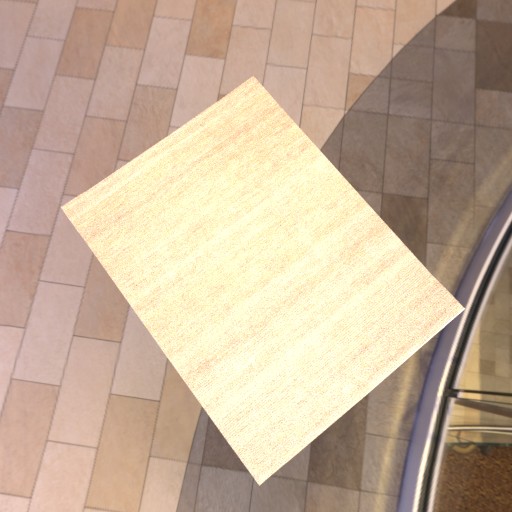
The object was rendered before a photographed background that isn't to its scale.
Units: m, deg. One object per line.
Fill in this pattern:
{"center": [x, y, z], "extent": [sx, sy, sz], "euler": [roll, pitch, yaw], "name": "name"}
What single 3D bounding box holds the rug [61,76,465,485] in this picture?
{"center": [0.000, 0.000, 4.299], "extent": [2.467, 0.046, 3.245], "euler": [-37, 78, -9], "name": "rug"}
